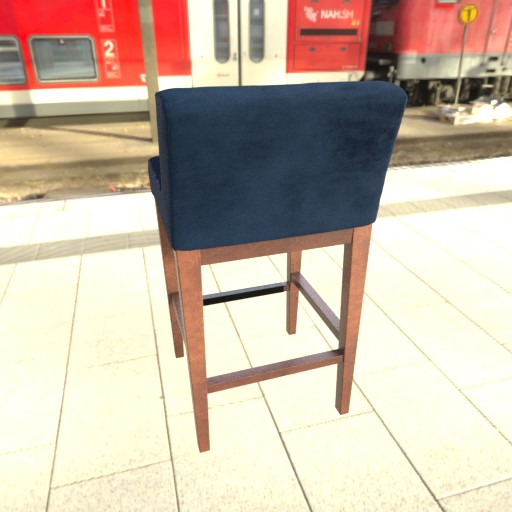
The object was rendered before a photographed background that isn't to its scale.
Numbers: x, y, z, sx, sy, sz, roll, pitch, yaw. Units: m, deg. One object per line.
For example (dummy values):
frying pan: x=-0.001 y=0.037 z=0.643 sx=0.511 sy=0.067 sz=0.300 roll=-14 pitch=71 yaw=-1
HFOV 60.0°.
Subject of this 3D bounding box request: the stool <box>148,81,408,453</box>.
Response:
stool: x=0.000 y=0.000 z=1.245 sx=0.511 sy=0.945 sz=0.516 roll=-8 pitch=28 yaw=-16
